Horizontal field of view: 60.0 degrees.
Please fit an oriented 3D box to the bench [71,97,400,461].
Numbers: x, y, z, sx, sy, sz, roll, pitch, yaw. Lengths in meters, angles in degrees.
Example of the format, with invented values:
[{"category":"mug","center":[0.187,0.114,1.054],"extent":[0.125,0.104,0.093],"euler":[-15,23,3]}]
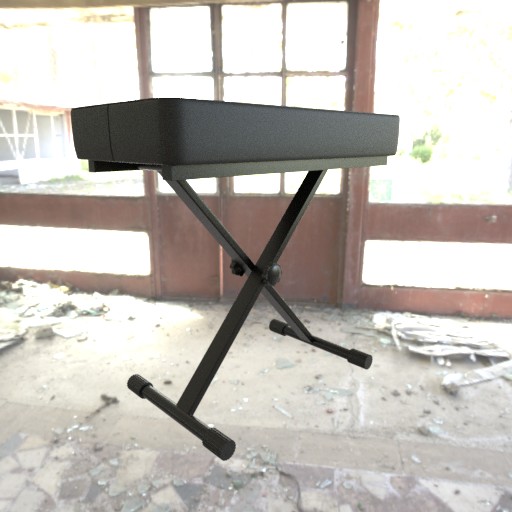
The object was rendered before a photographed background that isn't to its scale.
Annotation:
[{"category":"bench","center":[0.000,0.000,0.908],"extent":[0.600,0.561,0.300],"euler":[-14,20,-43]}]
